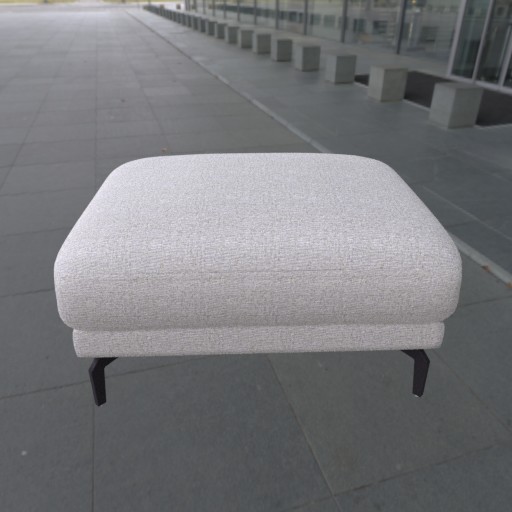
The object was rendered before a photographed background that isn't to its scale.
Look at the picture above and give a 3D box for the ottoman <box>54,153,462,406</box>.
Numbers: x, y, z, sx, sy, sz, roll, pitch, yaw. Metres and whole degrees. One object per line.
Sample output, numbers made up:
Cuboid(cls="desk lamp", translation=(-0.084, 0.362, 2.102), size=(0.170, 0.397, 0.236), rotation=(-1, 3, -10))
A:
Cuboid(cls="ottoman", translation=(0.000, 0.000, 1.068), size=(0.772, 0.420, 0.568), rotation=(-1, 31, -2))
